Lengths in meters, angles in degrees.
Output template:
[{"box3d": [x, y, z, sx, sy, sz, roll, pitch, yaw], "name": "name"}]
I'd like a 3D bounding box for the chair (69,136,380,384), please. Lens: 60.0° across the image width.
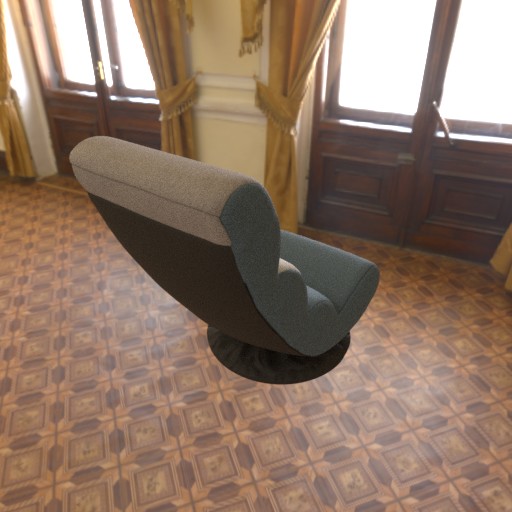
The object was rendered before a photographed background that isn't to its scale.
[{"box3d": [0.000, 0.000, 1.071, 0.420, 0.641, 0.661, 22, 37, 32], "name": "chair"}]
